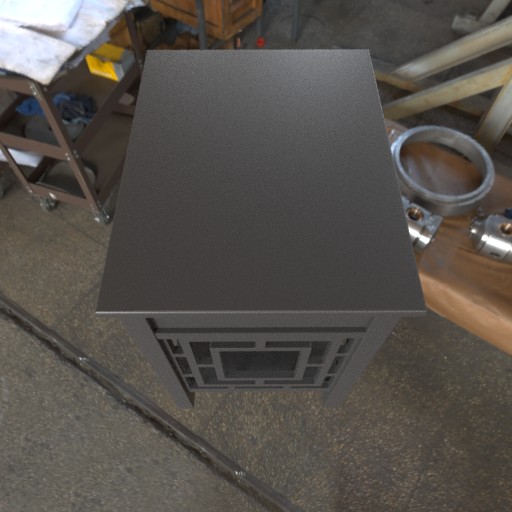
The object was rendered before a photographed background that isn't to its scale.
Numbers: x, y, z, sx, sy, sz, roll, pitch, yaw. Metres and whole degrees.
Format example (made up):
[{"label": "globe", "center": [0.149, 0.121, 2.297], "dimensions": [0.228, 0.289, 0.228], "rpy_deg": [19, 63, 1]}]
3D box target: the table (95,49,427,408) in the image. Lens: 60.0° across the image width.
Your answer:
[{"label": "table", "center": [0.000, 0.000, 1.004], "dimensions": [0.451, 0.646, 0.564], "rpy_deg": [0, 59, 0]}]
